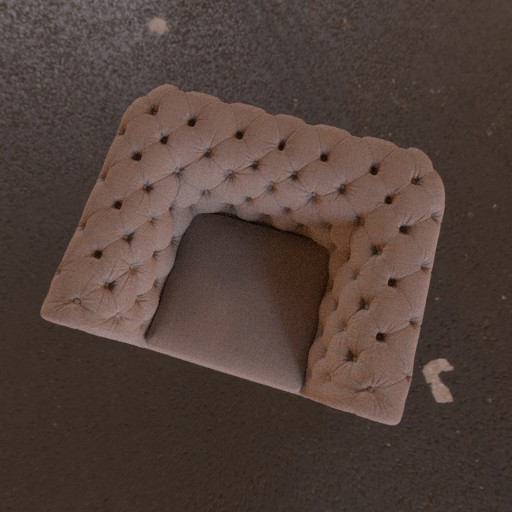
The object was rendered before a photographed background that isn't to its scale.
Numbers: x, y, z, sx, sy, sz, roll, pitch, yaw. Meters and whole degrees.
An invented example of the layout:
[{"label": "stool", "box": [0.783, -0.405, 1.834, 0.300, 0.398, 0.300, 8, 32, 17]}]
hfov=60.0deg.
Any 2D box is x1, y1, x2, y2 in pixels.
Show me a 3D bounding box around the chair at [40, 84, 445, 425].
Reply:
[{"label": "chair", "box": [0.000, 0.000, 1.848, 1.270, 0.770, 0.976, 16, 76, 4]}]
